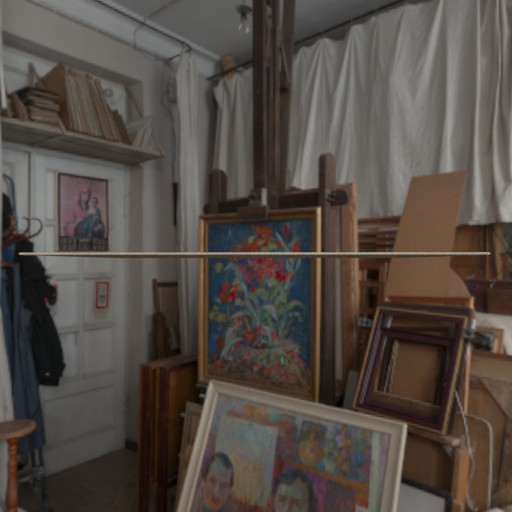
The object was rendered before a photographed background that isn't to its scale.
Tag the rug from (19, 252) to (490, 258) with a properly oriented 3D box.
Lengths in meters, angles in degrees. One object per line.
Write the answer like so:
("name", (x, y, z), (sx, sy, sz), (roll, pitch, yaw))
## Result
("rug", (0.000, 0.000, 3.043), (2.441, 0.014, 1.531), (0, -1, 2))
